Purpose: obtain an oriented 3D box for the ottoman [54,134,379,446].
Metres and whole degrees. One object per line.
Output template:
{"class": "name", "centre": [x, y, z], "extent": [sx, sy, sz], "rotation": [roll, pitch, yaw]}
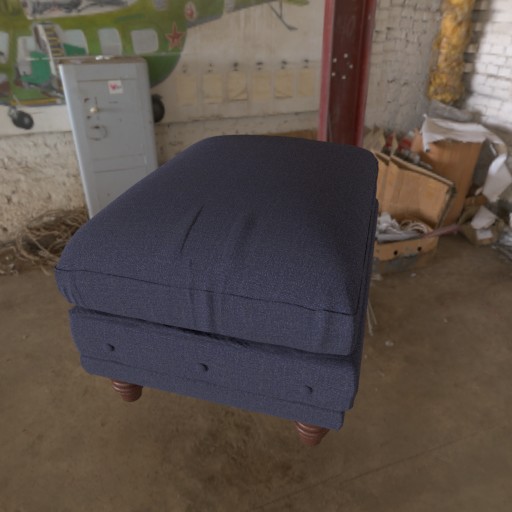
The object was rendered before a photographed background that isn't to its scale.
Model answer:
{"class": "ottoman", "centre": [0.000, 0.000, 1.097], "extent": [0.558, 0.486, 0.767], "rotation": [8, 31, 14]}
